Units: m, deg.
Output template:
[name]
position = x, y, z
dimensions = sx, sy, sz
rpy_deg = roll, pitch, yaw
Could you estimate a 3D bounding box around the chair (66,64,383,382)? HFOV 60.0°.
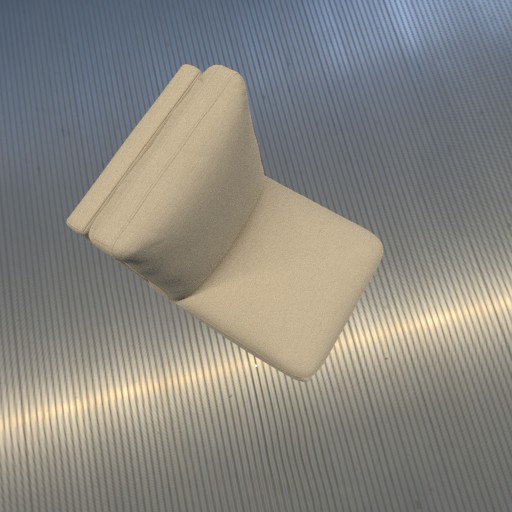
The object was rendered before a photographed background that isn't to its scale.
[chair]
position = 0.000, 0.000, 1.343
dimensions = 0.698, 0.927, 0.503
rpy_deg = 31, 78, 7
